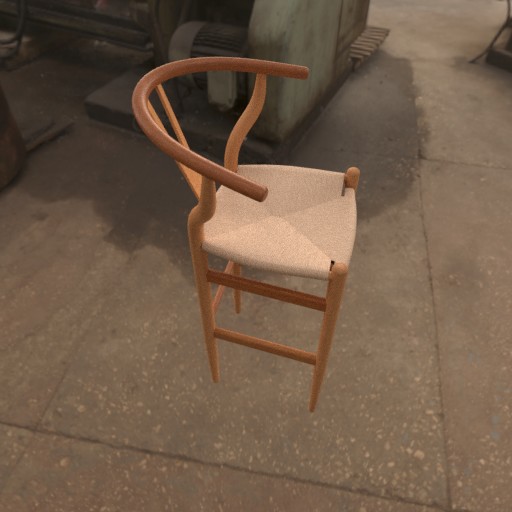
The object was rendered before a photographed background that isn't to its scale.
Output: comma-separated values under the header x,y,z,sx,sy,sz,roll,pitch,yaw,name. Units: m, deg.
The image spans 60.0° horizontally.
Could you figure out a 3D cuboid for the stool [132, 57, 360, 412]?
x,y,z,sx,sy,sz,roll,pitch,yaw,name
0.000,0.000,1.372,0.561,1.068,0.574,9,47,9,stool
